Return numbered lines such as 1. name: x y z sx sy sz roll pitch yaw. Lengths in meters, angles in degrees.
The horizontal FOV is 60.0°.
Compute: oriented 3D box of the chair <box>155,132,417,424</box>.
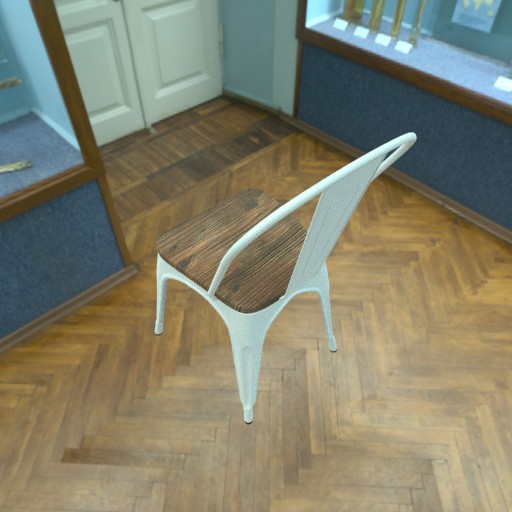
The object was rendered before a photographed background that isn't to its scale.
1. chair: 0.000 0.000 1.134 0.452 0.851 0.521 -32 55 -27
